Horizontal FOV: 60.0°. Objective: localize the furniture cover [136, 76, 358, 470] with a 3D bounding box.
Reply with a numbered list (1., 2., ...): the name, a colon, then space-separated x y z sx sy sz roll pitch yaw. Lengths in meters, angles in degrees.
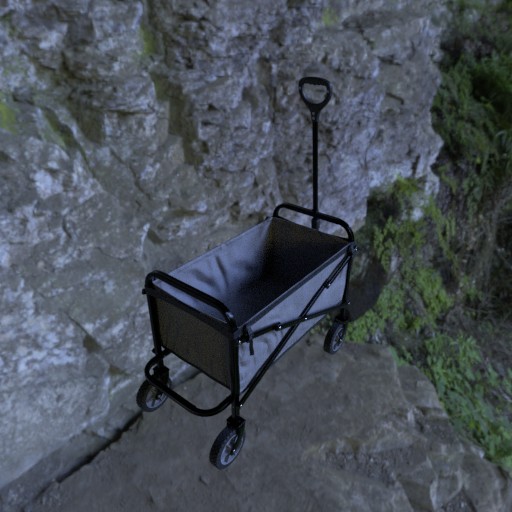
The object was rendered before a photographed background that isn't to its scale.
1. furniture cover: 0.000 0.000 1.817 0.532 1.295 1.038 22 36 33
